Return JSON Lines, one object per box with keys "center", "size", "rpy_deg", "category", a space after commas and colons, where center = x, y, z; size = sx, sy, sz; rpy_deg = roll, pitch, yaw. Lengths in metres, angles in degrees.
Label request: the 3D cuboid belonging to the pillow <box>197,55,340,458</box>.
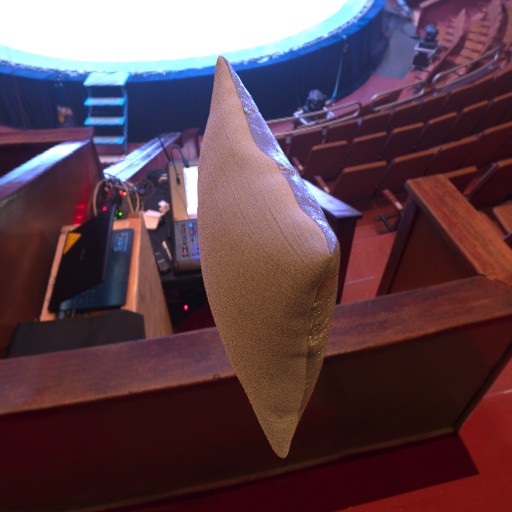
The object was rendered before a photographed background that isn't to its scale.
{"center": [0.000, 0.000, 0.706], "size": [0.175, 0.464, 0.470], "rpy_deg": [-10, 47, -10], "category": "pillow"}
